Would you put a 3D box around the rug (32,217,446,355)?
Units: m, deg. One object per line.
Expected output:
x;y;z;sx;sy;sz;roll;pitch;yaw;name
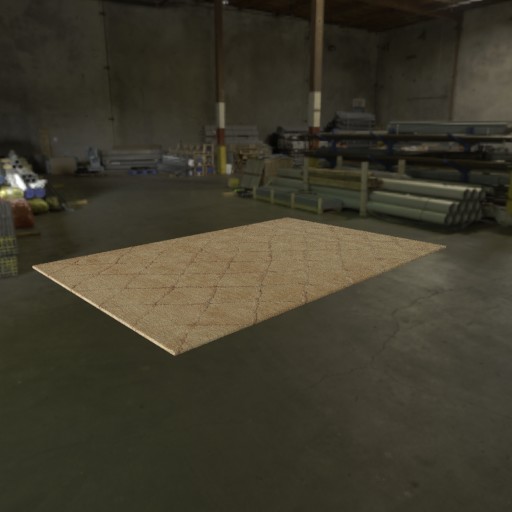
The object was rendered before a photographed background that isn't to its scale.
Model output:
0.000;0.000;2.920;2.292;0.014;1.528;-14;21;-42;rug
